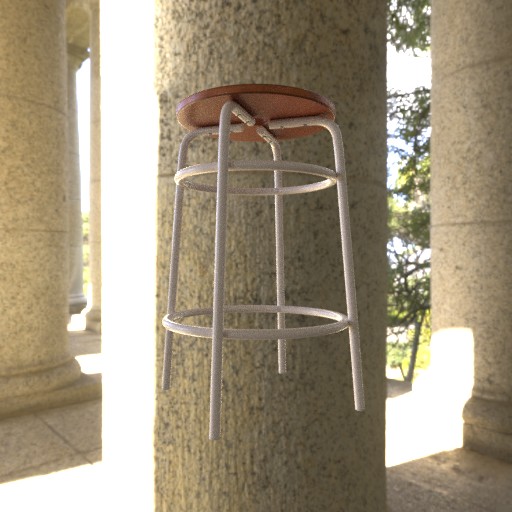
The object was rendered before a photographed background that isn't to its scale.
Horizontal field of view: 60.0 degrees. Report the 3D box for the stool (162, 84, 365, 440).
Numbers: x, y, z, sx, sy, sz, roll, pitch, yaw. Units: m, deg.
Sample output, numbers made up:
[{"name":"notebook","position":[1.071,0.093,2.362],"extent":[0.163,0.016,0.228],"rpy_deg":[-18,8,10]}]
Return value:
[{"name":"stool","position":[0.000,0.000,0.949],"extent":[0.455,0.610,0.455],"rpy_deg":[0,0,18]}]
